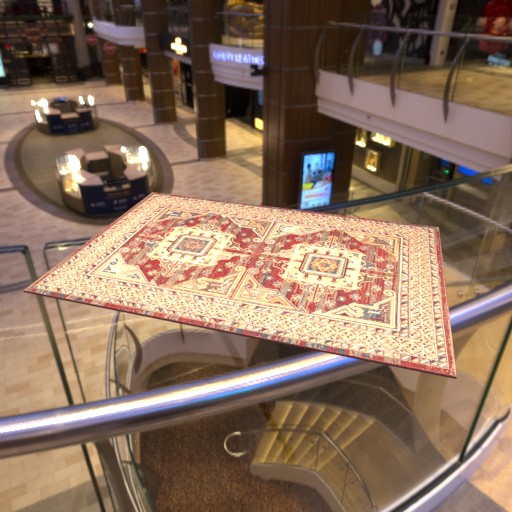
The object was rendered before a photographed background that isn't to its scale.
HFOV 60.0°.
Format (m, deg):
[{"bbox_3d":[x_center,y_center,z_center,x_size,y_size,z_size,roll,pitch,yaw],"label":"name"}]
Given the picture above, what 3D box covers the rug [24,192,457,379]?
[{"bbox_3d":[0.000,0.000,5.694,4.578,0.033,3.033,9,32,14],"label":"rug"}]
